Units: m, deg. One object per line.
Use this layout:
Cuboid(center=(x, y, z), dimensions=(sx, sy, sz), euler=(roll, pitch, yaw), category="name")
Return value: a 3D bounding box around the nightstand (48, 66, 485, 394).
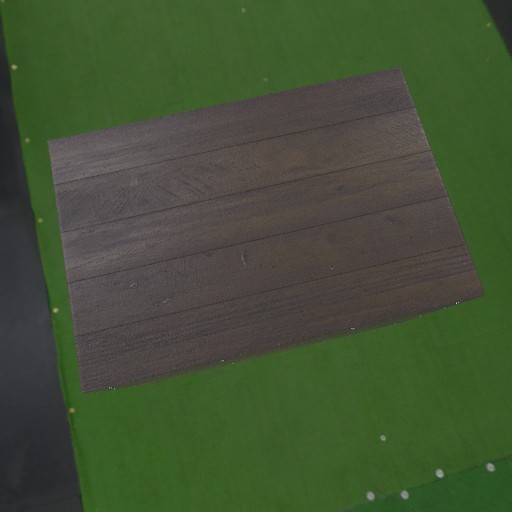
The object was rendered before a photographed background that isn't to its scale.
Cuboid(center=(0.000, 0.000, 1.034), dimensions=(0.650, 0.599, 0.450), euler=(-13, 76, -3), category="nightstand")
